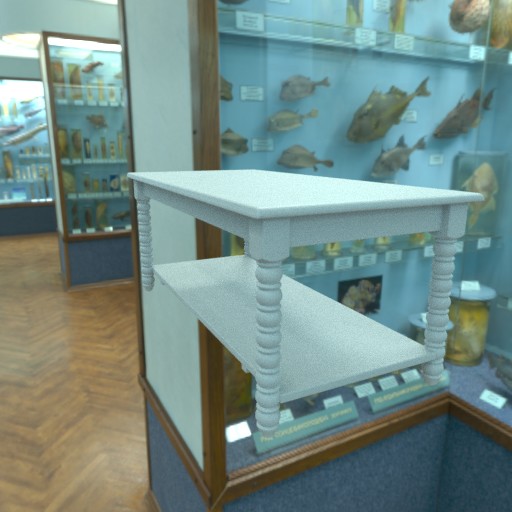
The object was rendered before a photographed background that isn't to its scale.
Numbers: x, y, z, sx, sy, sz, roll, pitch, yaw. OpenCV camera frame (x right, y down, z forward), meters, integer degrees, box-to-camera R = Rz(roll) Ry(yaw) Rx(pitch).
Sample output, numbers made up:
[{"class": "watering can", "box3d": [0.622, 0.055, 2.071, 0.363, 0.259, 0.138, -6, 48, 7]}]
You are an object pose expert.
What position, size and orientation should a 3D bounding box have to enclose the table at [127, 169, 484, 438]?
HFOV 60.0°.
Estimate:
[{"class": "table", "box3d": [0.000, 0.000, 1.438, 0.580, 0.487, 1.171, -7, 15, -25]}]
